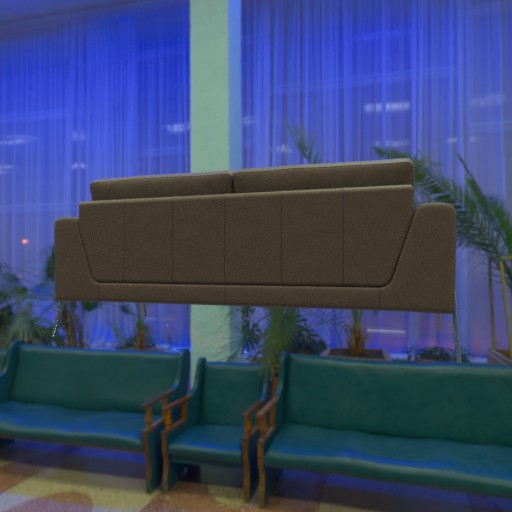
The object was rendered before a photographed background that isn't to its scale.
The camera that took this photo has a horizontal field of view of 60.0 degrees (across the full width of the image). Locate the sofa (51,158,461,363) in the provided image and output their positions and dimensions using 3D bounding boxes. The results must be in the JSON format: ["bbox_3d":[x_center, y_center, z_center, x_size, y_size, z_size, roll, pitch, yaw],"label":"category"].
[{"bbox_3d":[0.000,0.000,2.521,2.017,0.875,0.953,0,-1,18],"label":"sofa"}]
